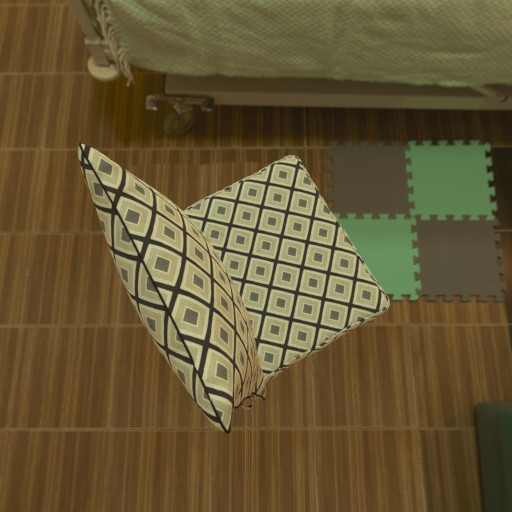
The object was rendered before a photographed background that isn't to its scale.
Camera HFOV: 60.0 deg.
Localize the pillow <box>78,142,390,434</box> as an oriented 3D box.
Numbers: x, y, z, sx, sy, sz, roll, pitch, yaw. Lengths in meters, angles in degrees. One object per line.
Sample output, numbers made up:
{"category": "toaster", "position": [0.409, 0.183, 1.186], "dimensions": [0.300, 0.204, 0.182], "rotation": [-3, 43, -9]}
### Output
{"category": "pillow", "position": [0.000, 0.000, 1.368], "dimensions": [0.733, 0.722, 0.798], "rotation": [-28, 77, -7]}
